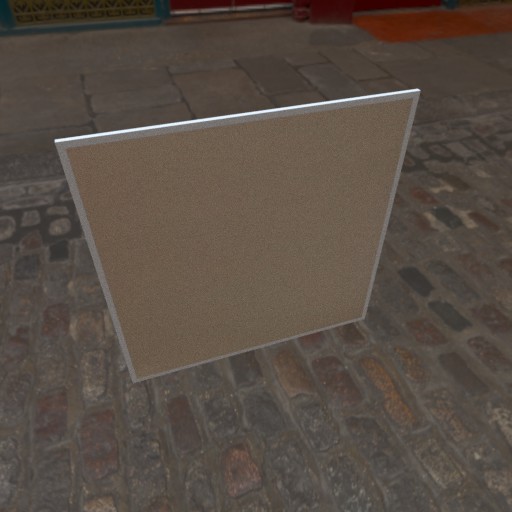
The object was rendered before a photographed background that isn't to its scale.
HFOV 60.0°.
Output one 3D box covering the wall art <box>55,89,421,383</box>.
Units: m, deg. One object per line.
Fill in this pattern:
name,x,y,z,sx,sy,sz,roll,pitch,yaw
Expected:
wall art,0.000,0.000,0.681,0.456,0.456,0.007,-13,43,-14
